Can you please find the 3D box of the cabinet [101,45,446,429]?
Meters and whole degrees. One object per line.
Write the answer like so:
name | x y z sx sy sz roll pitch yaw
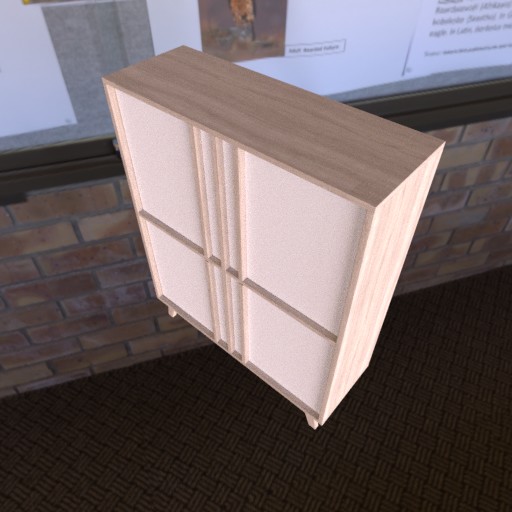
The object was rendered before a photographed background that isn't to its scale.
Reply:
cabinet | 0.000 0.000 1.926 1.111 1.388 0.398 32 54 27
